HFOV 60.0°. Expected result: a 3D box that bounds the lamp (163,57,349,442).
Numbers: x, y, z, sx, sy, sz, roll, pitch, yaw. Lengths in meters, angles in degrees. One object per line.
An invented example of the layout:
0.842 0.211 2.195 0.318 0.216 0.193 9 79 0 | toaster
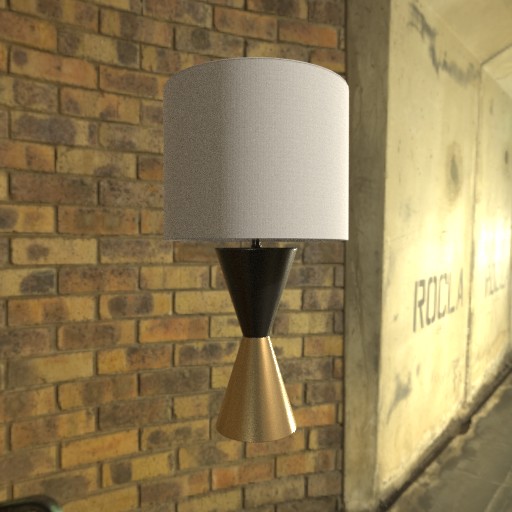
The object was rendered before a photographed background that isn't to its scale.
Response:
0.000 0.000 0.746 0.304 0.573 0.304 0 1 -18 | lamp
